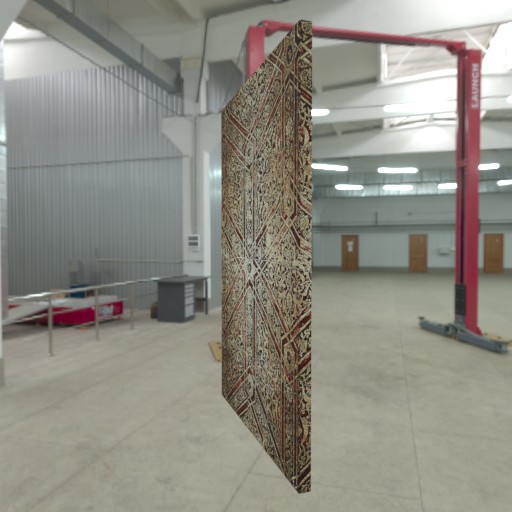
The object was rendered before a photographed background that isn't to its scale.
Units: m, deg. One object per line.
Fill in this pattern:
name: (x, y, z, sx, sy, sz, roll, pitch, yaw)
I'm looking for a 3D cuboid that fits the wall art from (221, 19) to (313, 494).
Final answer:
wall art: (0.000, 0.000, 1.133, 0.030, 0.904, 0.599, 0, 1, -19)
